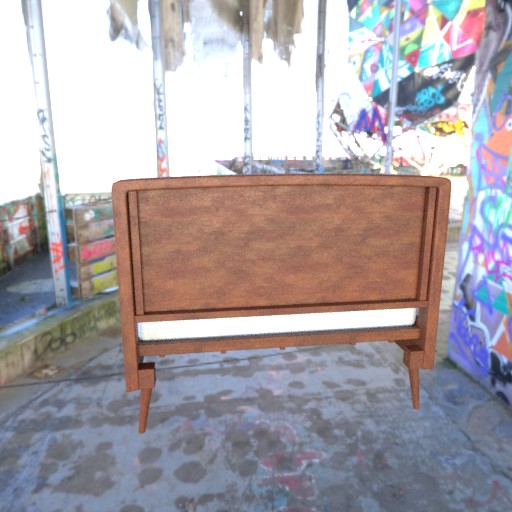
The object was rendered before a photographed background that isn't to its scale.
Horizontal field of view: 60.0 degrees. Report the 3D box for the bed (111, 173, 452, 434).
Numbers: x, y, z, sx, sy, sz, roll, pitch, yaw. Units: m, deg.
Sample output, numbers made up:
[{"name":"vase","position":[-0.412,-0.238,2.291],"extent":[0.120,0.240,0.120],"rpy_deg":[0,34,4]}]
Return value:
[{"name":"bed","position":[0.000,0.000,3.211],"extent":[1.587,1.275,2.196],"rpy_deg":[-2,13,-8]}]
